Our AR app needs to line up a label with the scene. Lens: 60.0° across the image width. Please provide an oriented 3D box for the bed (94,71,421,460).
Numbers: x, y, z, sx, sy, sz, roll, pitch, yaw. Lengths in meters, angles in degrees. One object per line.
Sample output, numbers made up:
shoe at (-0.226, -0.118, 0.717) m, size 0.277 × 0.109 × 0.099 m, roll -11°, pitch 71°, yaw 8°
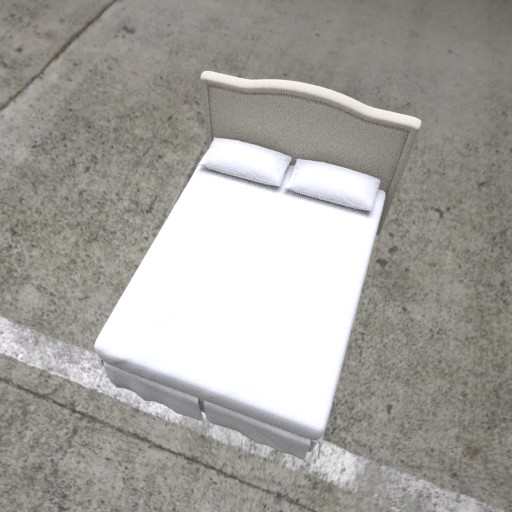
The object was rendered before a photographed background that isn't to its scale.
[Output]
bed at (0.000, 0.000, 3.249) m, size 1.741 × 1.449 × 2.196 m, roll 17°, pitch 59°, yaw 11°
